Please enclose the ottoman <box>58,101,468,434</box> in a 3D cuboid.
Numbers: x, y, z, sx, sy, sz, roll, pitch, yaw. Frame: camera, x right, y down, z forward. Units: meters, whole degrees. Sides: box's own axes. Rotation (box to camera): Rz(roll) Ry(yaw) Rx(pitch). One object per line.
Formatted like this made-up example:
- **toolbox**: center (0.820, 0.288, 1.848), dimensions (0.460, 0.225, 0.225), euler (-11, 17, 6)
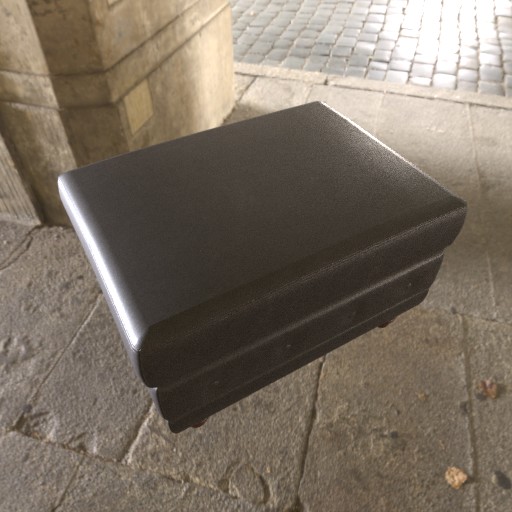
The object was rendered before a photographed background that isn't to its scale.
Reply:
- **ottoman**: center (0.000, 0.000, 1.179), dimensions (0.795, 0.498, 0.590), euler (-22, 49, -20)
